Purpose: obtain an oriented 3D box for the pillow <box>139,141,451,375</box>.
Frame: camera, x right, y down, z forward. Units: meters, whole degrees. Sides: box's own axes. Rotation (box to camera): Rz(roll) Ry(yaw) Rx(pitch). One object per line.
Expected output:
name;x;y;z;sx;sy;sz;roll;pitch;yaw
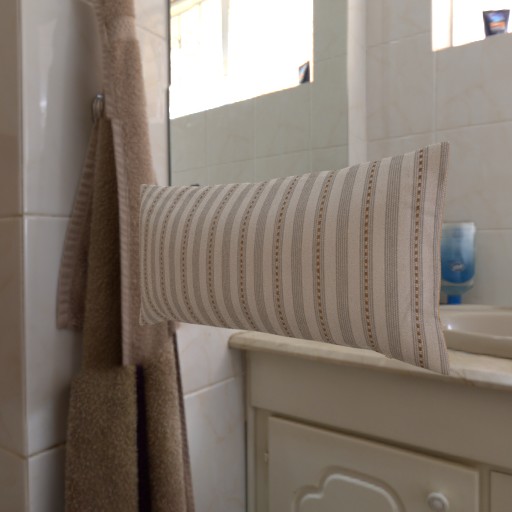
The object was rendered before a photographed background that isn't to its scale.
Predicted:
pillow;0.000;0.000;0.733;0.608;0.291;0.151;1;1;37
